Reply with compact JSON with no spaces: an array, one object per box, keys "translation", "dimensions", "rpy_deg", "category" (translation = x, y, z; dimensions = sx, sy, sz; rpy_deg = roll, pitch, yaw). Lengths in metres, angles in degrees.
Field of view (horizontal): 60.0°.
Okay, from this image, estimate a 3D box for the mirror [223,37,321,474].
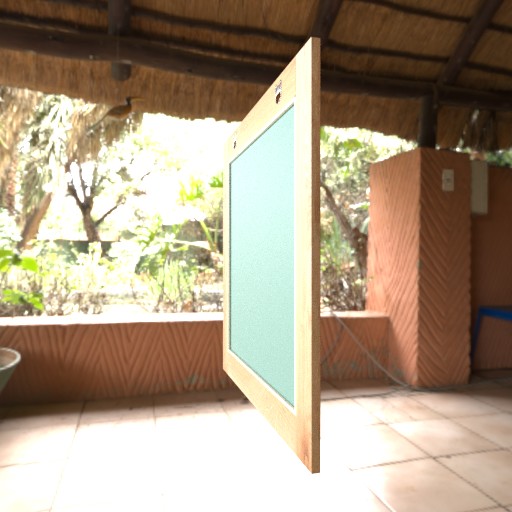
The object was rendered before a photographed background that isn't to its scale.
[{"translation":[0.000,0.000,1.197],"dimensions":[0.020,0.800,0.800],"rpy_deg":[0,0,-16],"category":"mirror"}]
